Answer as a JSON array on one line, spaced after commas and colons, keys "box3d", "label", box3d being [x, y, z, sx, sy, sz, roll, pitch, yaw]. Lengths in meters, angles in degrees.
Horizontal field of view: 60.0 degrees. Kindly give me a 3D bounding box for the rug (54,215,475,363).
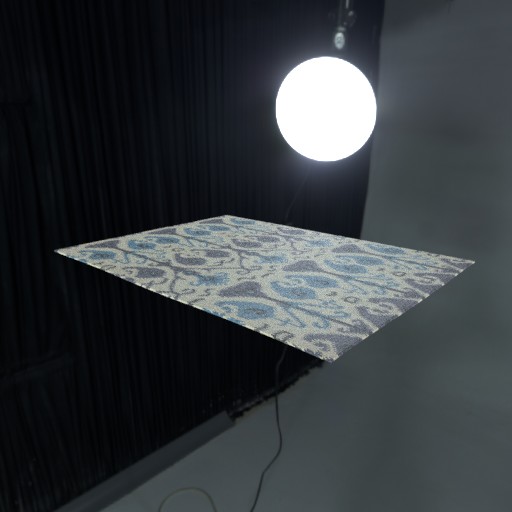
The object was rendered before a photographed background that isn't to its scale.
[{"box3d": [0.000, 0.000, 2.946, 2.261, 0.013, 1.676, 14, 22, 40], "label": "rug"}]
